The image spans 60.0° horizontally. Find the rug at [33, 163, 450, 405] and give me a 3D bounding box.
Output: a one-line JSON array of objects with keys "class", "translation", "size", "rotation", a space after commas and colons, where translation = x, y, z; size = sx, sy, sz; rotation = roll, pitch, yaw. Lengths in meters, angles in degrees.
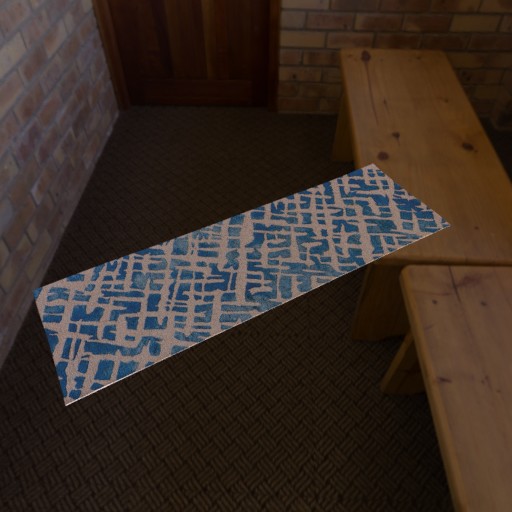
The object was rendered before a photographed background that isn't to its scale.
[{"class": "rug", "translation": [0.000, 0.000, 2.670], "size": [2.446, 0.011, 0.768], "rotation": [-23, 51, -19]}]
